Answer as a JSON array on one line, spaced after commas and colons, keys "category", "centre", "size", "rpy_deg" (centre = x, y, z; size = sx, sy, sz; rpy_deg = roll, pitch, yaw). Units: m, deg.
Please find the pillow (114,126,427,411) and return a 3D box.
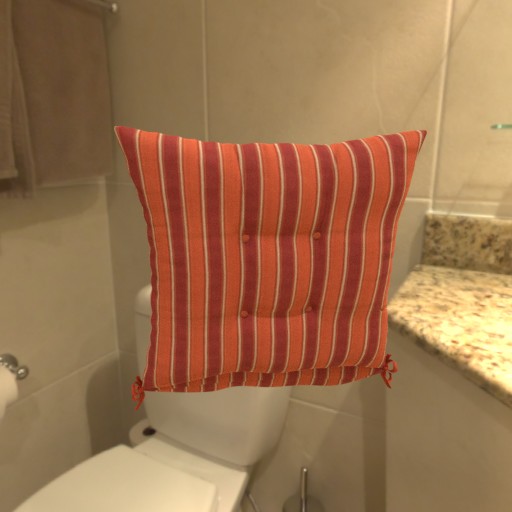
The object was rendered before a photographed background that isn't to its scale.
[{"category": "pillow", "centre": [0.000, 0.000, 0.994], "size": [0.541, 0.536, 0.585], "rpy_deg": [-2, 14, -9]}]
